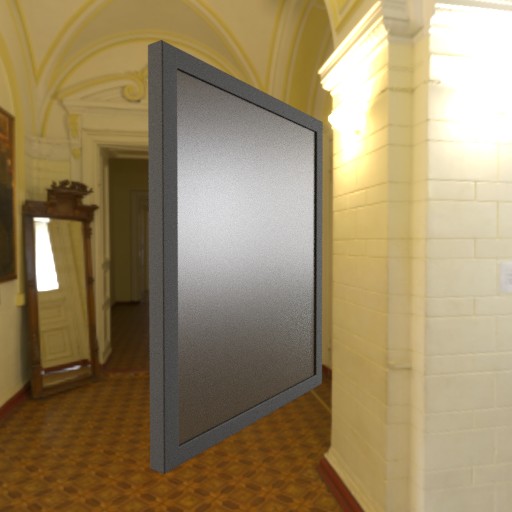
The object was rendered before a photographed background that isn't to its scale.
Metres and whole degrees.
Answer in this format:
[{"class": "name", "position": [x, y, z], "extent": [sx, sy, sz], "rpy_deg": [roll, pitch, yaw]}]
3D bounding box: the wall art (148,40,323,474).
[{"class": "wall art", "position": [0.000, 0.000, 0.763], "extent": [0.028, 0.558, 0.457], "rpy_deg": [1, 2, 35]}]
